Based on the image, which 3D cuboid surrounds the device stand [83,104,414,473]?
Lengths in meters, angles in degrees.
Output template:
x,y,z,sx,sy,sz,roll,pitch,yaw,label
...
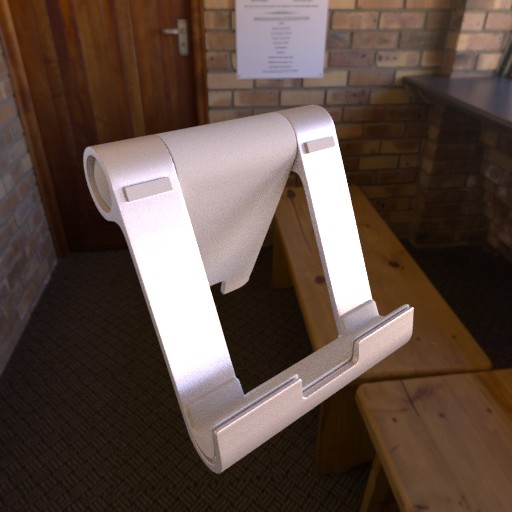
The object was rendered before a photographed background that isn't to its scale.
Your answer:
x,y,z,sx,sy,sz,roll,pitch,yaw,label
0.000,0.000,0.153,0.086,0.084,0.079,-22,37,-32,device stand
